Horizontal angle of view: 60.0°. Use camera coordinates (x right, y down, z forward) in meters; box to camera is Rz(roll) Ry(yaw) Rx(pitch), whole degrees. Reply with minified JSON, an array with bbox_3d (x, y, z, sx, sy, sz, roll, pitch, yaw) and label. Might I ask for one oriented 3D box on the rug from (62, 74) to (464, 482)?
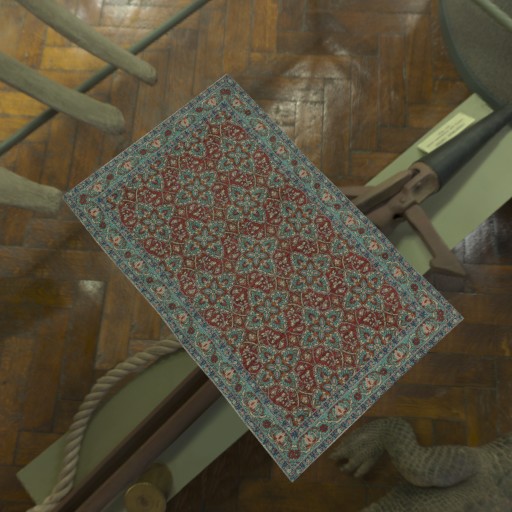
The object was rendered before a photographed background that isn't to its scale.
[{"bbox_3d":[0.000,0.000,3.028,1.533,0.011,2.439,-40,80,-9],"label":"rug"}]
